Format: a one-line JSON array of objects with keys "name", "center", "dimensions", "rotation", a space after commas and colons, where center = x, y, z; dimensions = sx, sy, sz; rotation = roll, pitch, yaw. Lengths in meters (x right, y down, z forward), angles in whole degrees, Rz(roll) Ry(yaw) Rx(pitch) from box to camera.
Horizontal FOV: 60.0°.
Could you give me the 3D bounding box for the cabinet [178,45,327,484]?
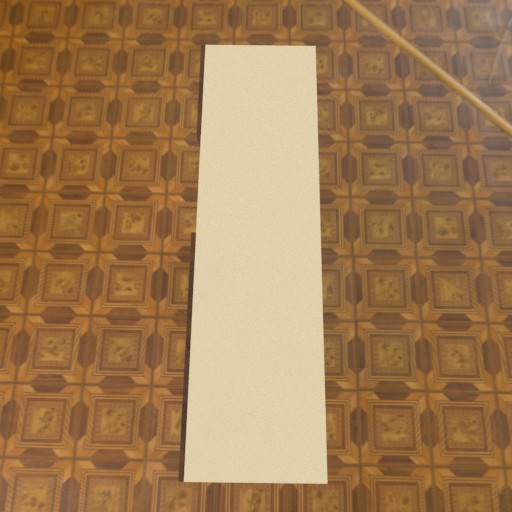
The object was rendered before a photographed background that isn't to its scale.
[{"name": "cabinet", "center": [0.000, 0.000, 1.731], "dimensions": [0.431, 0.533, 1.499], "rotation": [1, 75, 0]}]
